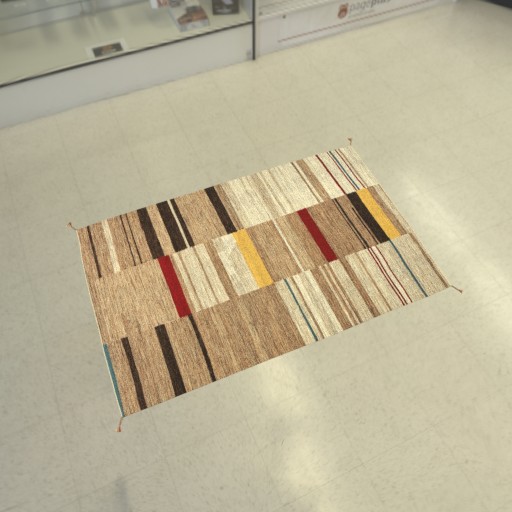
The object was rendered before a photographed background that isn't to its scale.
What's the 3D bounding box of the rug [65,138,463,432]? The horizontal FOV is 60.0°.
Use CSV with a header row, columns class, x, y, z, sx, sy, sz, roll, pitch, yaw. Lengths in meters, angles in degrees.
class,x,y,z,sx,sy,sz,roll,pitch,yaw
rug,0.000,0.000,2.483,1.918,0.007,1.268,-19,60,-11
